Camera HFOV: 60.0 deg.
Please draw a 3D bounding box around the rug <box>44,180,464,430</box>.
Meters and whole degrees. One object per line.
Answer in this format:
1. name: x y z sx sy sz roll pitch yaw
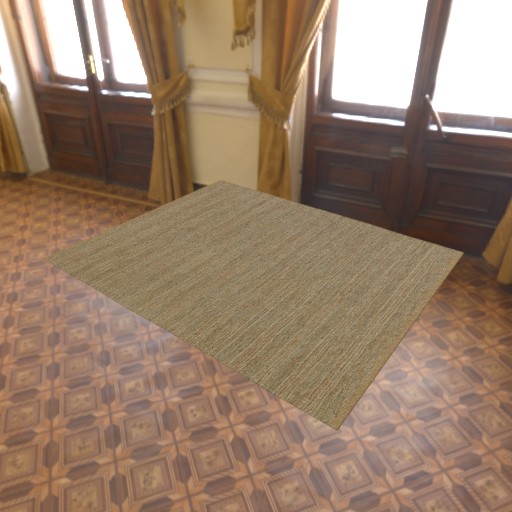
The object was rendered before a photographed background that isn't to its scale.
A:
1. rug: 0.000 0.000 4.113 3.034 0.012 2.471 22 37 31
